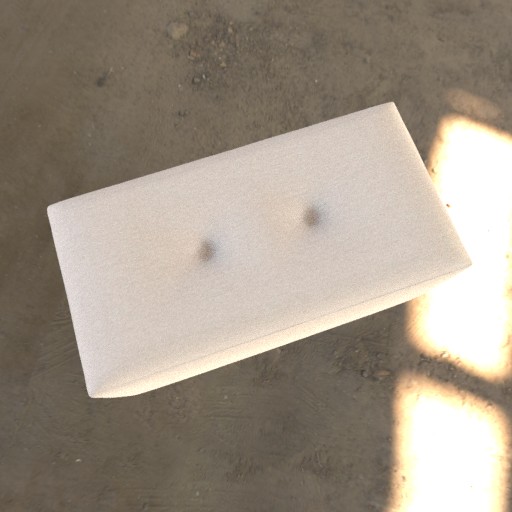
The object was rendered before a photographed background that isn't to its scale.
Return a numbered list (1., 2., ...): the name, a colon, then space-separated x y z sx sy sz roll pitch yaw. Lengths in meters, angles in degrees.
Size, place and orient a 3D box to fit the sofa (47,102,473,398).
1. sofa: 0.000 0.000 1.202 0.930 0.470 0.480 -18 75 -5
